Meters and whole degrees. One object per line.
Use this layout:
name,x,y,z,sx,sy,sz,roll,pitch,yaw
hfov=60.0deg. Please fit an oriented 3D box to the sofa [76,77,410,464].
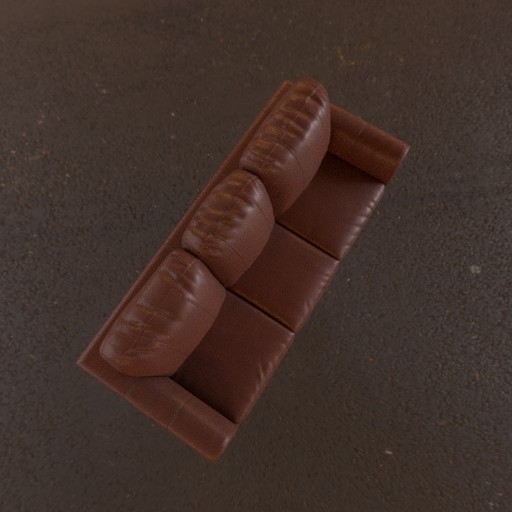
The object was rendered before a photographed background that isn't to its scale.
sofa,0.000,0.000,2.324,0.802,0.915,1.862,32,77,9
